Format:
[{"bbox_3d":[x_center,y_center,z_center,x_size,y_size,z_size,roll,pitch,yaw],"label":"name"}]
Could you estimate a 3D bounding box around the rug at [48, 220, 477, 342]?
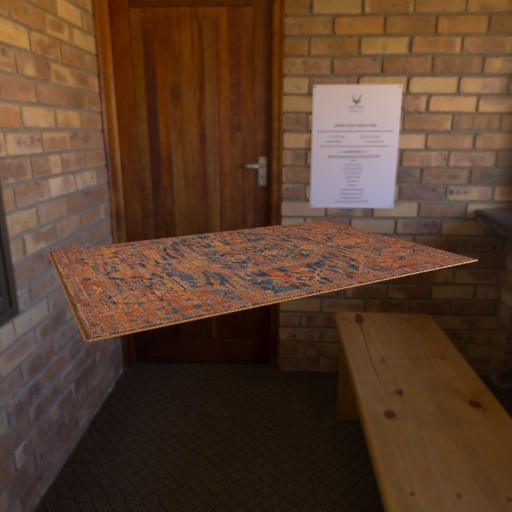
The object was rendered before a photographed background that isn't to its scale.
[{"bbox_3d":[0.000,0.000,2.161,1.758,0.013,1.148,-8,17,-28],"label":"rug"}]
